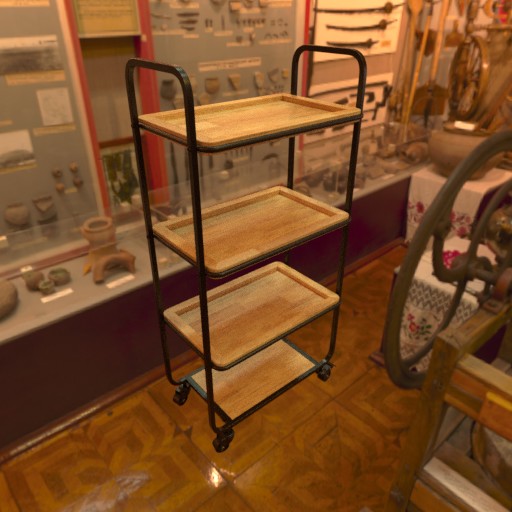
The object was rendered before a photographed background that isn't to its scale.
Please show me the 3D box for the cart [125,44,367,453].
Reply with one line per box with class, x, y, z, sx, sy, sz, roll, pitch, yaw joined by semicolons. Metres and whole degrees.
cart;0.000;0.000;1.290;0.545;1.080;0.321;-23;37;-34
